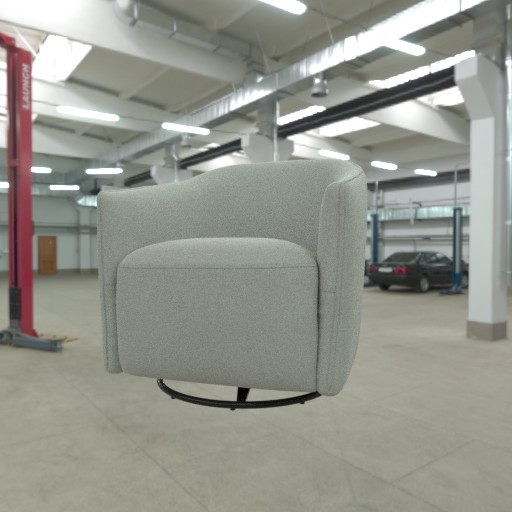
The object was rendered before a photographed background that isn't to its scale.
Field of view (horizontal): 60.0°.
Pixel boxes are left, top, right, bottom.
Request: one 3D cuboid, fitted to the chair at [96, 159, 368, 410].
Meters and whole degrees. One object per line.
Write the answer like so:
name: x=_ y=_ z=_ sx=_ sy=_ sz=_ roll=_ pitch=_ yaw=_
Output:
chair: x=0.000 y=0.000 z=1.527 sx=0.747 sy=0.799 sz=0.875 roll=0 pitch=1 yaw=18
